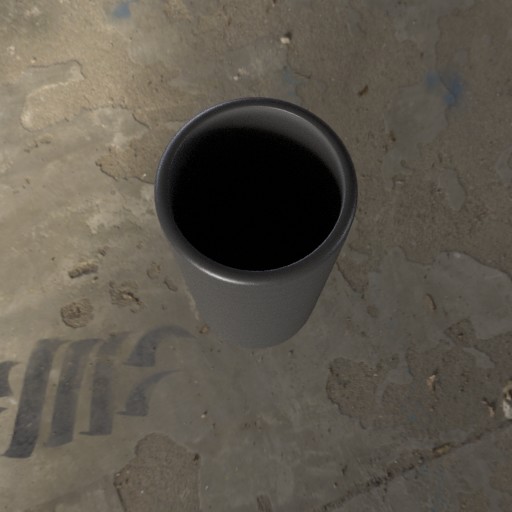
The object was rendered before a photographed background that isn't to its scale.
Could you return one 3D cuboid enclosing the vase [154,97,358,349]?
[{"bbox_3d":[0.000,0.000,0.366,0.136,0.289,0.136,-2,75,-1],"label":"vase"}]
